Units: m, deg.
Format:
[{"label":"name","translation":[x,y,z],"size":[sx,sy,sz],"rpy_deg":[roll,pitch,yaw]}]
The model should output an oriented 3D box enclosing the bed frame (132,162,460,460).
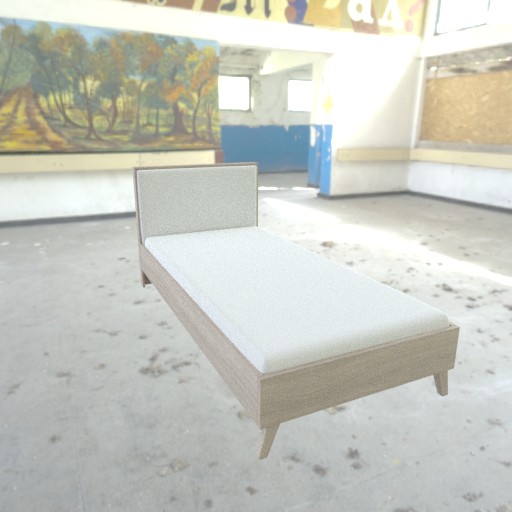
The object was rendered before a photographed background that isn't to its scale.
[{"label":"bed frame","translation":[0.000,0.000,2.662],"size":[0.990,0.920,2.140],"rpy_deg":[-8,18,-24]}]
